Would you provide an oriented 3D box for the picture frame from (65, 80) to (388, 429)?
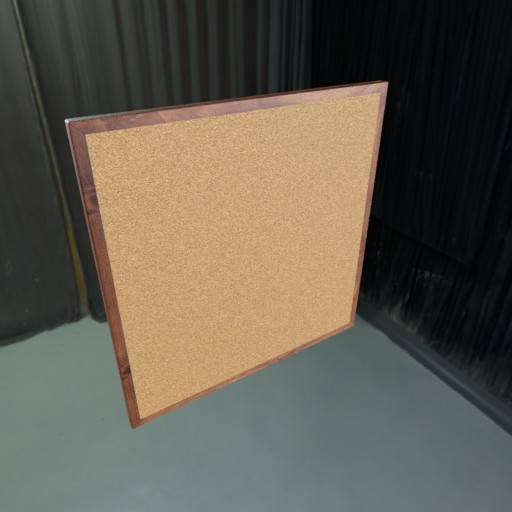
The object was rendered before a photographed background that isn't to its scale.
[{"bbox_3d":[0.000,0.000,1.190,0.810,0.817,0.029,-18,35,-28],"label":"picture frame"}]
